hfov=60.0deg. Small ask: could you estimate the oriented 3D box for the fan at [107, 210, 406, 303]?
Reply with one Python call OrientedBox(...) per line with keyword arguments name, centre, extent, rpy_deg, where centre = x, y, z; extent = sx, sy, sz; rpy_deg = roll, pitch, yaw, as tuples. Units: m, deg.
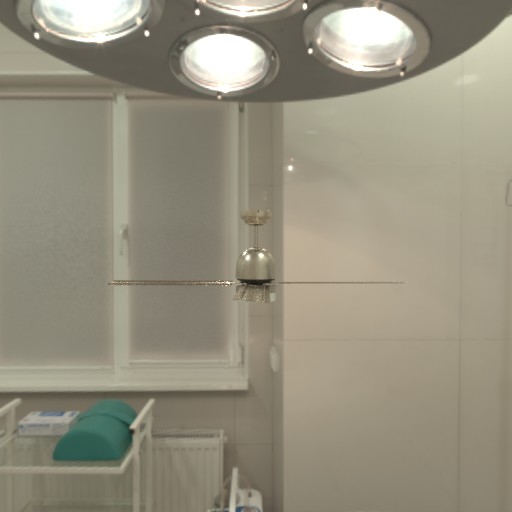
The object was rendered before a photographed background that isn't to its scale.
OrientedBox(name="fan", centre=(0.000, 0.000, 2.035), extent=(1.346, 0.406, 1.346), rpy_deg=(0, 1, 0))
